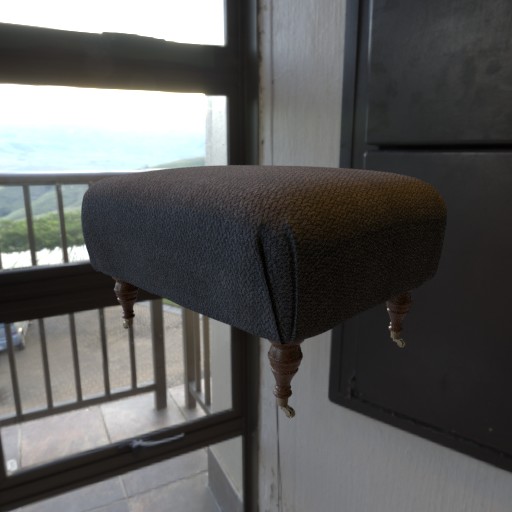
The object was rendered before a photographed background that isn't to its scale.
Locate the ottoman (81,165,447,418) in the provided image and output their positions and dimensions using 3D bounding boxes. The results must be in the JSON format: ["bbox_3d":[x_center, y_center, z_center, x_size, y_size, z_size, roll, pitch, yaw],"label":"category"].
[{"bbox_3d":[0.000,0.000,1.123,0.747,0.450,0.622,13,18,43],"label":"ottoman"}]
